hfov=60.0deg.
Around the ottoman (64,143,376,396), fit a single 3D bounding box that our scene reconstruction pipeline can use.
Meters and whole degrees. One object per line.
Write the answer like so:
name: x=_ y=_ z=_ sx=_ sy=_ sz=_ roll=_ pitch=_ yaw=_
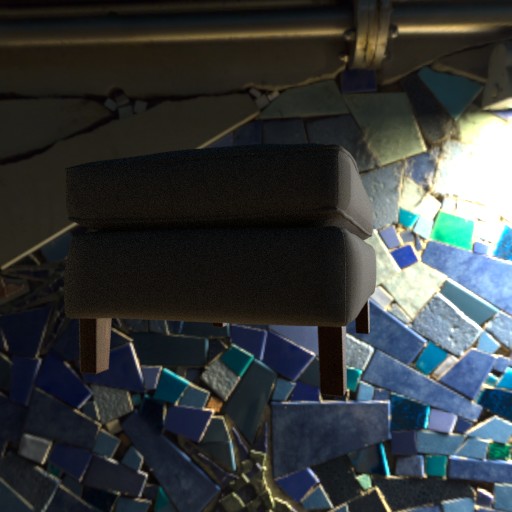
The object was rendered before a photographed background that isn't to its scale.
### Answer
ottoman: x=0.000 y=0.000 z=0.976 sx=0.508 sy=0.406 sz=0.686 roll=0 pitch=-1 yaw=18
